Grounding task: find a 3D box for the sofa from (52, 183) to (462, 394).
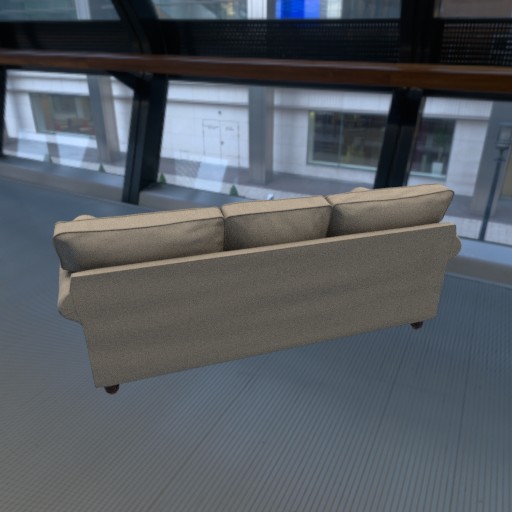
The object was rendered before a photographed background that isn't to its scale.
[{"bbox_3d":[0.000,0.000,2.646,2.118,0.889,0.998,-8,26,-17],"label":"sofa"}]
